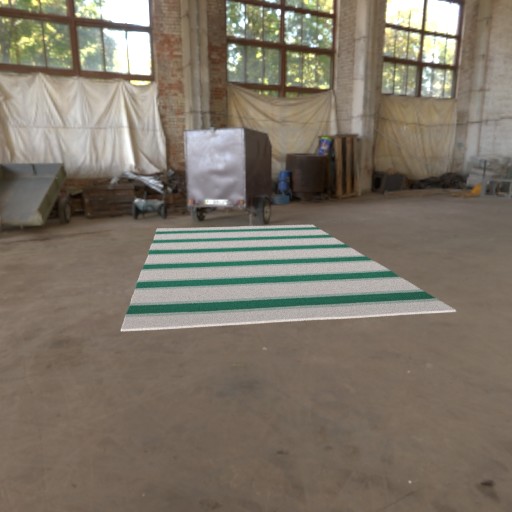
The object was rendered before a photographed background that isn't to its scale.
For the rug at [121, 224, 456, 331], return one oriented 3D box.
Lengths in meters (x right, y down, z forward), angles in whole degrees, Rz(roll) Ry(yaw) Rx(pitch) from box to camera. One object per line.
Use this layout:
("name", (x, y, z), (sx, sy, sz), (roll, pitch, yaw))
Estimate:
("rug", (0.000, 0.000, 3.123), (1.521, 0.015, 2.436), (-2, 14, -8))
